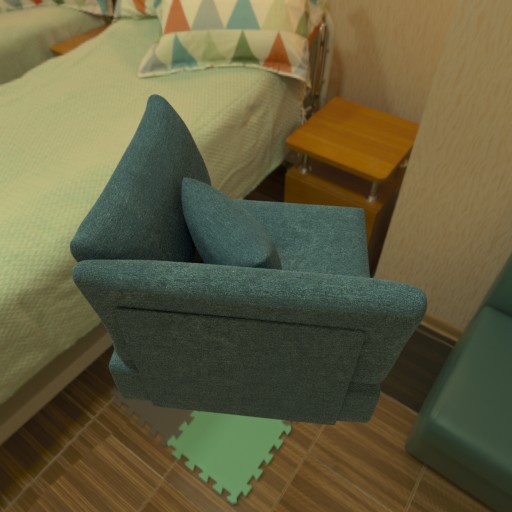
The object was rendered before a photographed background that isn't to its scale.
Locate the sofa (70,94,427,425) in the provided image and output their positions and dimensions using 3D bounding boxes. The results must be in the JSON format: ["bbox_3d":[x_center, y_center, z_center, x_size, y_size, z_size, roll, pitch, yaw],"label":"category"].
[{"bbox_3d":[0.000,0.000,1.744,1.000,0.820,1.000,5,47,4],"label":"sofa"}]
